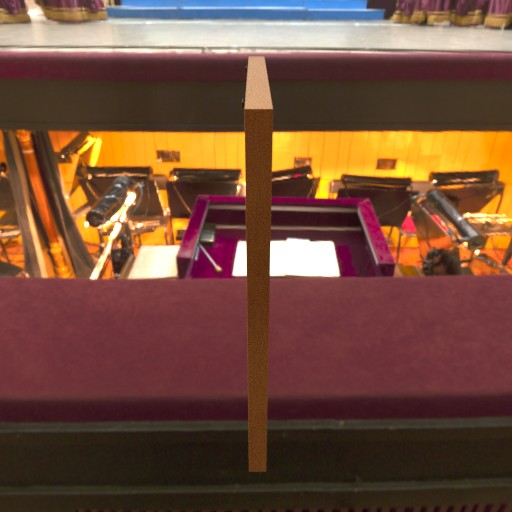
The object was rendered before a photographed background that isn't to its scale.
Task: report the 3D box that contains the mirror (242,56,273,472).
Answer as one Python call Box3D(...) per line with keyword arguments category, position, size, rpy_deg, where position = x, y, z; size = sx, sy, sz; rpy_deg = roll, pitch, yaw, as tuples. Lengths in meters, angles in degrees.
Box3D(category="mirror", position=(0.000, 0.000, 0.929), size=(0.039, 0.710, 0.507), rpy_deg=(0, 31, 0))
